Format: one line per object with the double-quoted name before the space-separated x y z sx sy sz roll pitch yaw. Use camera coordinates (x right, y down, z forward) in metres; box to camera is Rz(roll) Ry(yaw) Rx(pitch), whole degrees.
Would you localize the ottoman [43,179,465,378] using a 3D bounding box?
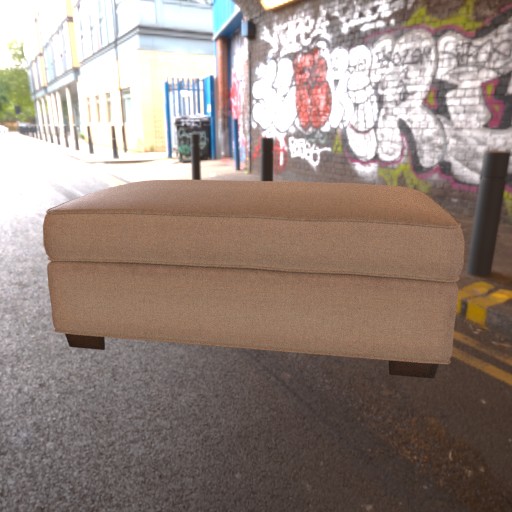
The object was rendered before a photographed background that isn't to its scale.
"ottoman" 0.000 0.000 1.430 1.097 0.448 0.617 3 17 9
